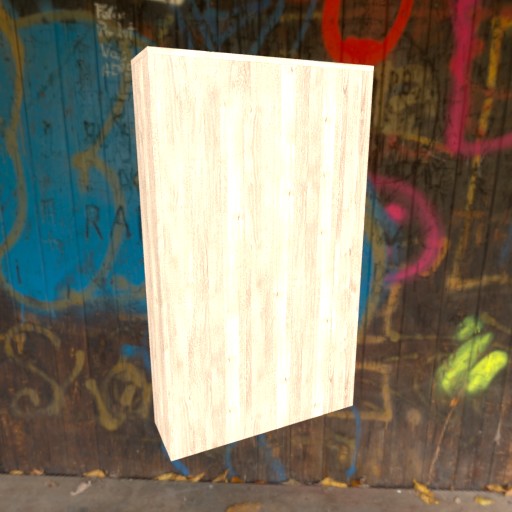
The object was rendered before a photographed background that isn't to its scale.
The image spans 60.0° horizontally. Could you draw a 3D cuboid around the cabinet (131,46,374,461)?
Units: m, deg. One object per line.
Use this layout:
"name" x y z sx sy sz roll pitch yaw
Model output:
"cabinet" 0.000 0.000 1.589 0.750 1.280 0.250 -7 16 -25
